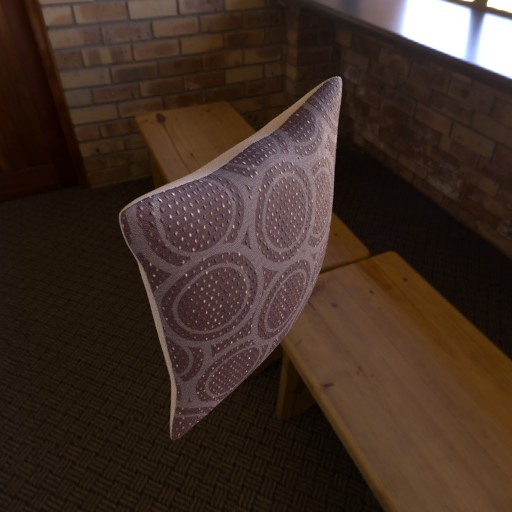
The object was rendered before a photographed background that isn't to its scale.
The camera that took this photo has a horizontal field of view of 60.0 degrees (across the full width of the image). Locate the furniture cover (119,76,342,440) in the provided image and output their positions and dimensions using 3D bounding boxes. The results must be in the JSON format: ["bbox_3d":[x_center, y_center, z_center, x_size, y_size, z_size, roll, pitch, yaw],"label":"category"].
[{"bbox_3d":[0.000,0.000,0.826,0.193,0.509,0.552,24,46,25],"label":"furniture cover"}]
